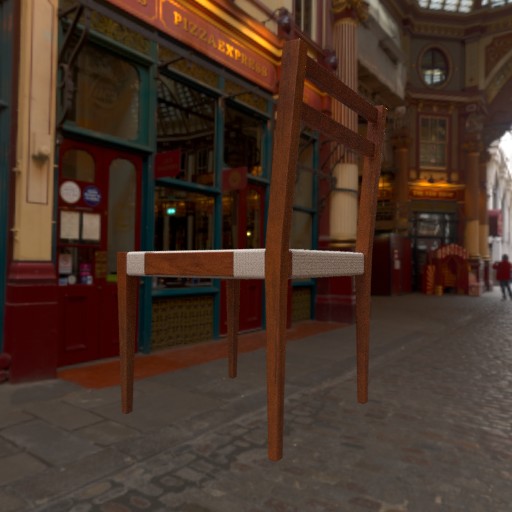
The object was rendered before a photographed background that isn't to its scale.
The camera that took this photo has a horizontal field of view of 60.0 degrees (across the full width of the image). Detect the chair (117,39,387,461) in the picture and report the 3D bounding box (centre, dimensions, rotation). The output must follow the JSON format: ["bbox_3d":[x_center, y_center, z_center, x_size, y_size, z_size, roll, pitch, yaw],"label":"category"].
[{"bbox_3d":[0.000,0.000,1.228,0.569,0.851,0.495,-1,-1,36],"label":"chair"}]
